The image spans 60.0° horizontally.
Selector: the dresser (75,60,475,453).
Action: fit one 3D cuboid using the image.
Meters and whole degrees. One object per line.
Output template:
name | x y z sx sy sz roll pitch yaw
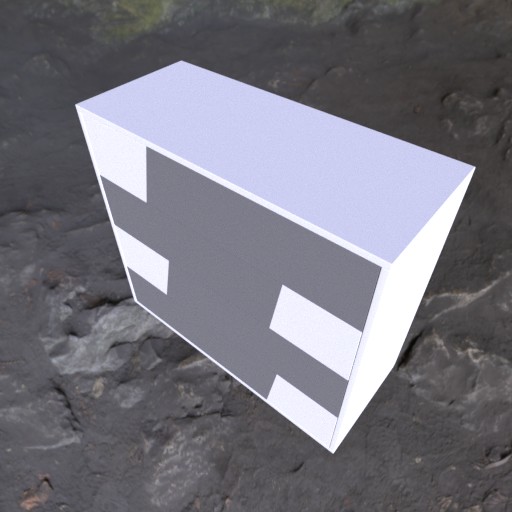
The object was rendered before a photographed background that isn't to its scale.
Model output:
dresser | 0.000 0.000 1.624 1.100 1.000 0.460 30 52 27
